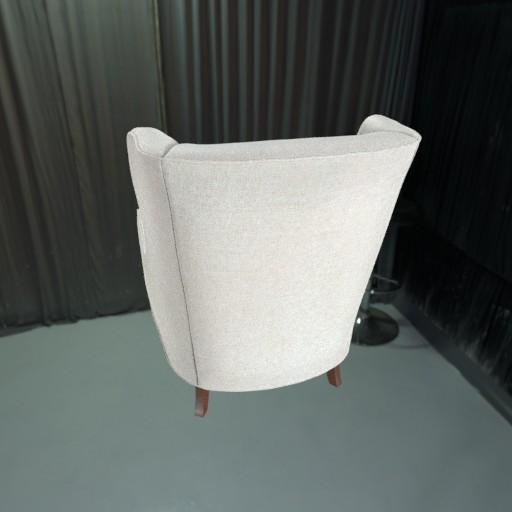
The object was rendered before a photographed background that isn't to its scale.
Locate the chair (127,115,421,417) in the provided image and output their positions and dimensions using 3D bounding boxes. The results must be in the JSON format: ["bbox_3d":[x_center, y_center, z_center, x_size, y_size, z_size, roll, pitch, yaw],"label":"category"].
[{"bbox_3d":[0.000,0.000,1.679,0.838,1.040,0.966,-8,27,-15],"label":"chair"}]
